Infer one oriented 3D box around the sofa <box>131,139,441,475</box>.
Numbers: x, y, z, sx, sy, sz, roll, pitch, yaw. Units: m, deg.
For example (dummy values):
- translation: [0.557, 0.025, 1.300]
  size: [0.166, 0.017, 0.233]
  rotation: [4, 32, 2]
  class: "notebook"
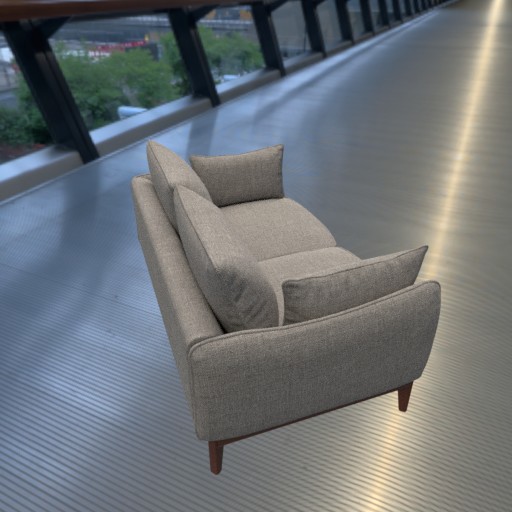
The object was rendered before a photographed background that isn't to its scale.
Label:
- translation: [0.000, 0.000, 2.123]
  size: [0.972, 0.851, 1.580]
  rotation: [-11, 32, -17]
  class: "sofa"
